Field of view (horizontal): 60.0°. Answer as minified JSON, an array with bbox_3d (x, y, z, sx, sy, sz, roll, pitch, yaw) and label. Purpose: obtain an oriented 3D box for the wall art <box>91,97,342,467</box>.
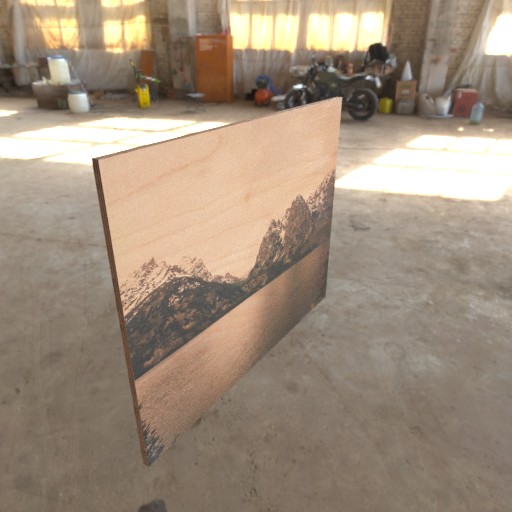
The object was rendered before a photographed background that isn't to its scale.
[{"bbox_3d":[0.000,0.000,0.677,0.010,0.408,0.508,18,32,31],"label":"wall art"}]
